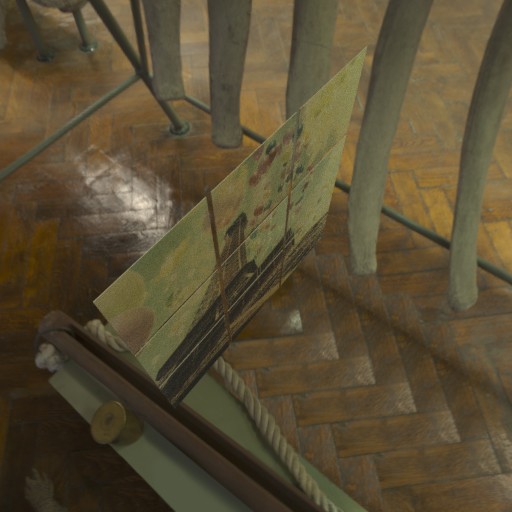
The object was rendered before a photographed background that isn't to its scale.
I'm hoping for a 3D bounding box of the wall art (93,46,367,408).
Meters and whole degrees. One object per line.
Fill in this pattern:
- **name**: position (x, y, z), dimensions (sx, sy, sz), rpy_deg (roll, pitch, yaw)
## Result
- **wall art**: position (0.000, 0.000, 2.234), dimensions (0.002, 1.505, 1.517), rpy_deg (35, 66, 18)
